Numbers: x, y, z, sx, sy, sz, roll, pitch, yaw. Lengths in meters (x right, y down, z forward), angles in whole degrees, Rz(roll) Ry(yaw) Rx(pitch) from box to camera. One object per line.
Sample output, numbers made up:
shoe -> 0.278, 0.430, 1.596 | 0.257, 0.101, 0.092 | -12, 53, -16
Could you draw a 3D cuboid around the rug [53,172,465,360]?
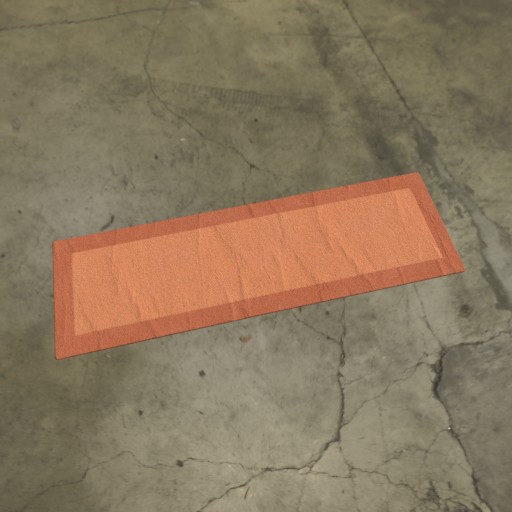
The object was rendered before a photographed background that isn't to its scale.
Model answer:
rug -> 0.000, 0.000, 2.712 | 2.471, 0.013, 0.914 | -15, 64, -7
